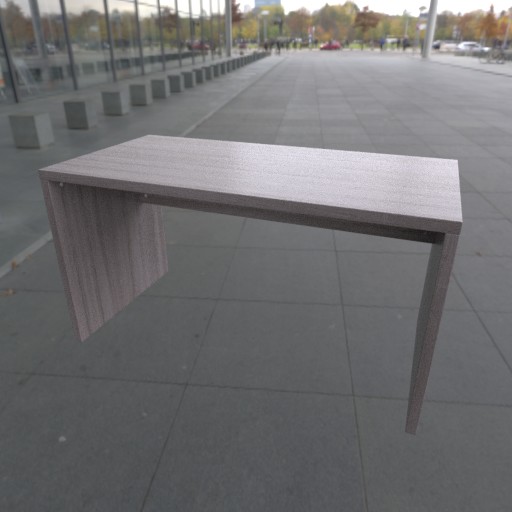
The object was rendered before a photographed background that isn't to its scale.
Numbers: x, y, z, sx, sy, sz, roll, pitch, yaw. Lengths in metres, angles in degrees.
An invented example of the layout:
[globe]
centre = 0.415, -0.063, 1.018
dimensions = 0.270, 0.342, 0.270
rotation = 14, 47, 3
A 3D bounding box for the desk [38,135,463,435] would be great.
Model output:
[desk]
centre = 0.000, 0.000, 1.787
dimensions = 1.380, 0.745, 0.690
rotation = 10, 28, 19
